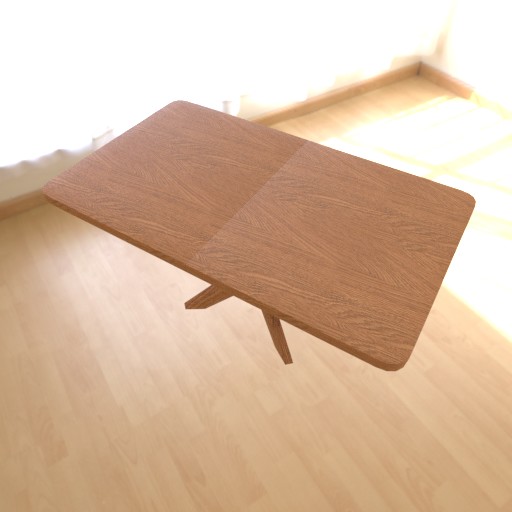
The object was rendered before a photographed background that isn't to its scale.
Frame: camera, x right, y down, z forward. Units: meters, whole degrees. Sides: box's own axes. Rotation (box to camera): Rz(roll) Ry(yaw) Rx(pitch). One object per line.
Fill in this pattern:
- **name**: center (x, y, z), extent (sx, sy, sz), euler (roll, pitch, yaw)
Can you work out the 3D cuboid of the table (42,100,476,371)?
- **table**: center (0.000, 0.000, 2.135), extent (1.600, 0.770, 0.950), euler (24, 51, 21)
